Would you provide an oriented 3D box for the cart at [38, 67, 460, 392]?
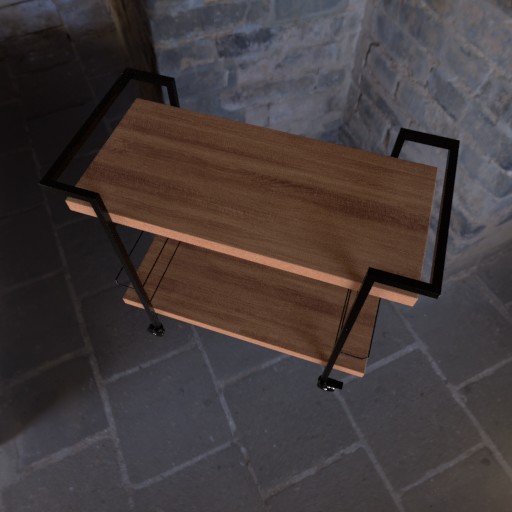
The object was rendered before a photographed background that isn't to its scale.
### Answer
[{"bbox_3d":[0.000,0.000,1.260,0.806,0.762,0.406,16,60,9],"label":"cart"}]
